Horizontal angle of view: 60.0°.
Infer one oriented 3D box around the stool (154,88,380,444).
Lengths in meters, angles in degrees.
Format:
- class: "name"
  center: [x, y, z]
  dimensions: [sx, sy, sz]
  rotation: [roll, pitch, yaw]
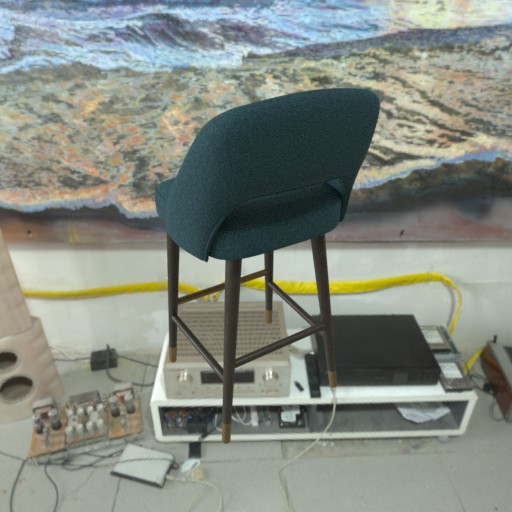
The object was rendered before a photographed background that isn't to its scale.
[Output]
- class: "stool"
  center: [0.000, 0.000, 1.353]
  dimensions: [0.536, 1.032, 0.522]
  rotation: [-17, 34, -27]
